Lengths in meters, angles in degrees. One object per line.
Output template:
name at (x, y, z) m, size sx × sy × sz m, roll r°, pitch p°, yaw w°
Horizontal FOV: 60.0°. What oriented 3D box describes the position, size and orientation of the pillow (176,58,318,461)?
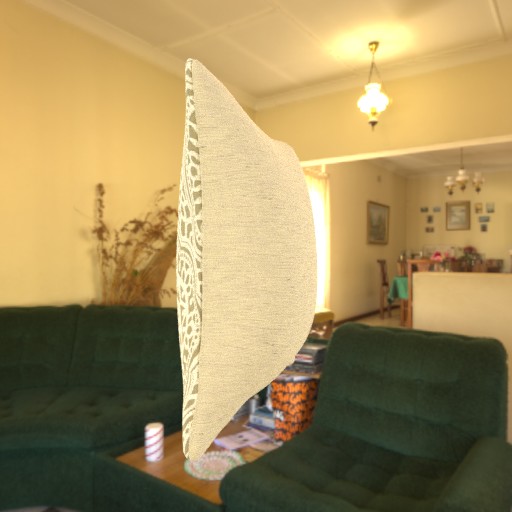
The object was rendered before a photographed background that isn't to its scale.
pillow at (0.000, 0.000, 0.658) m, size 0.167 × 0.421 × 0.438 m, roll 0°, pitch 0°, yaw 18°
